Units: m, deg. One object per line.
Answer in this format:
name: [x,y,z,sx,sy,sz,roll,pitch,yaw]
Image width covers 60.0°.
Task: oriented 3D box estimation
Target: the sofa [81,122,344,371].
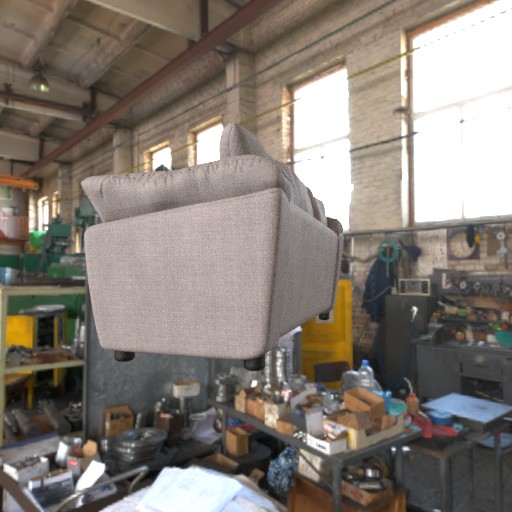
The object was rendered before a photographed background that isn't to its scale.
sofa: [0.000,0.000,2.817,0.878,0.996,2.334,-1,-2,17]
